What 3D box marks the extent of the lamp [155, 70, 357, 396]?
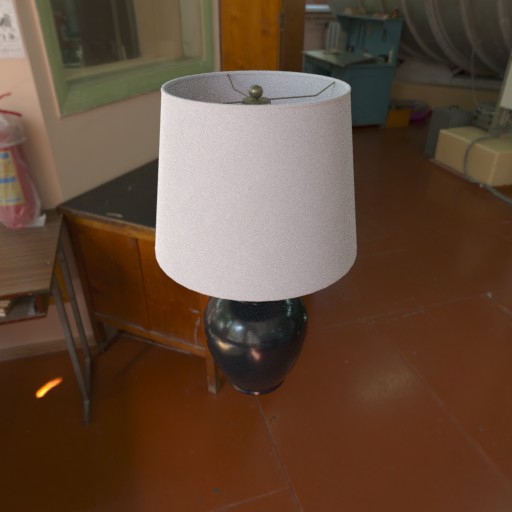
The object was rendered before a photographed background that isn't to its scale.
[{"bbox_3d":[0.000,0.000,0.547,0.239,0.399,0.239,0,31,0],"label":"lamp"}]
